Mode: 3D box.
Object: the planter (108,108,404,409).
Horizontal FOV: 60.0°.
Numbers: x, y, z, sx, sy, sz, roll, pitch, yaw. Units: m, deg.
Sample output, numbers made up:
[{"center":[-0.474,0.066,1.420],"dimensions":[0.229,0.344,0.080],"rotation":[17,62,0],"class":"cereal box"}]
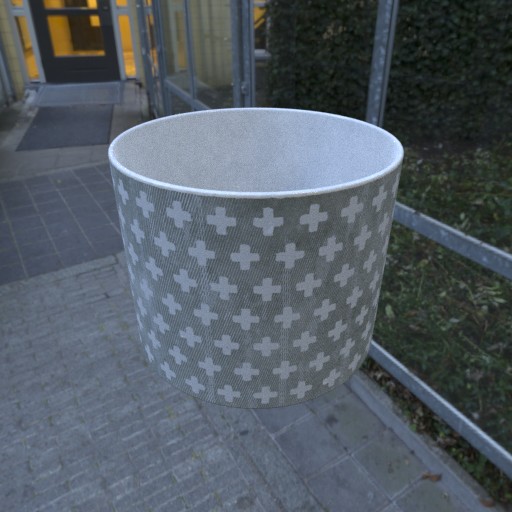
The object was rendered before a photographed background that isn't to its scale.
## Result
[{"center":[0.000,0.000,0.450],"dimensions":[0.250,0.239,0.250],"rotation":[0,31,0],"class":"planter"}]
